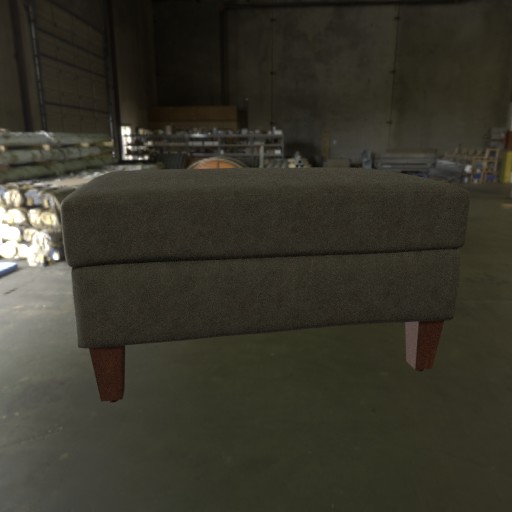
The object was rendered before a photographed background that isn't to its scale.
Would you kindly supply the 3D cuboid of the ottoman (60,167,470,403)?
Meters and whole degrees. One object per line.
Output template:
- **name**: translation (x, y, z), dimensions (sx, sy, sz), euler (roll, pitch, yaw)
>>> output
- **ottoman**: translation (0.000, 0.000, 1.206), dimensions (0.839, 0.464, 0.639), euler (-3, 15, -10)
